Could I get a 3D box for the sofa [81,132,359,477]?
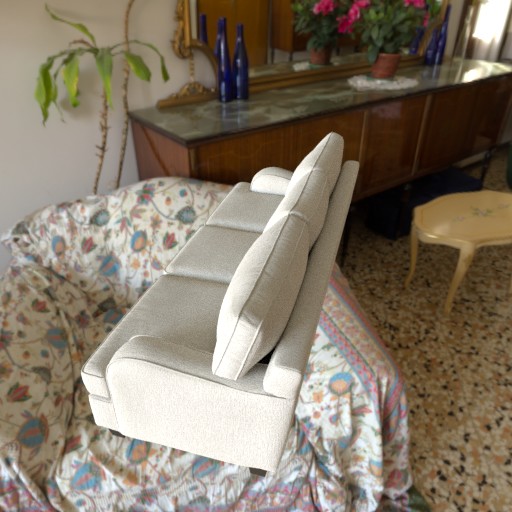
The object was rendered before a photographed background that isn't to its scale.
[{"bbox_3d":[0.000,0.000,2.781,1.016,0.991,2.323,9,33,14],"label":"sofa"}]
